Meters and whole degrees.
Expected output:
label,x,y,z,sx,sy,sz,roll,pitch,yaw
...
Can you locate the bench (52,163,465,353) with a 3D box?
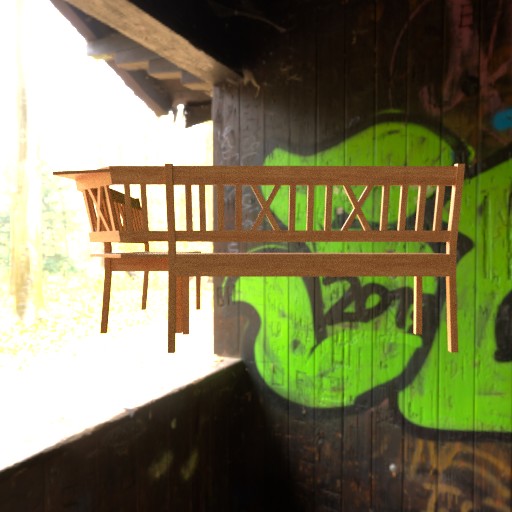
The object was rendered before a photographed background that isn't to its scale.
label,x,y,z,sx,sy,sz,roll,pitch,yaw
bench,0.000,0.000,2.837,1.937,0.902,1.537,0,1,-1
